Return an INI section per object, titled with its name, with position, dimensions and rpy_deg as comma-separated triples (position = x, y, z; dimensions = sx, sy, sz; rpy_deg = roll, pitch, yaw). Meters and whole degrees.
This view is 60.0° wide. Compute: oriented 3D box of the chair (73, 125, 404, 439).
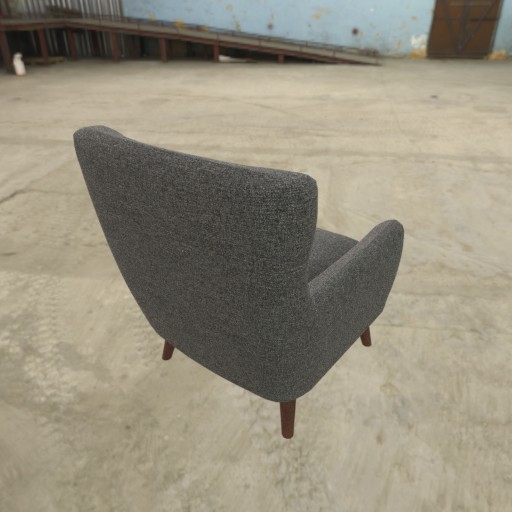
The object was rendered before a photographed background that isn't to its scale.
[chair]
position = 0.000, 0.000, 1.729
dimensions = 0.889, 1.039, 0.940
rpy_deg = 21, 35, 33
